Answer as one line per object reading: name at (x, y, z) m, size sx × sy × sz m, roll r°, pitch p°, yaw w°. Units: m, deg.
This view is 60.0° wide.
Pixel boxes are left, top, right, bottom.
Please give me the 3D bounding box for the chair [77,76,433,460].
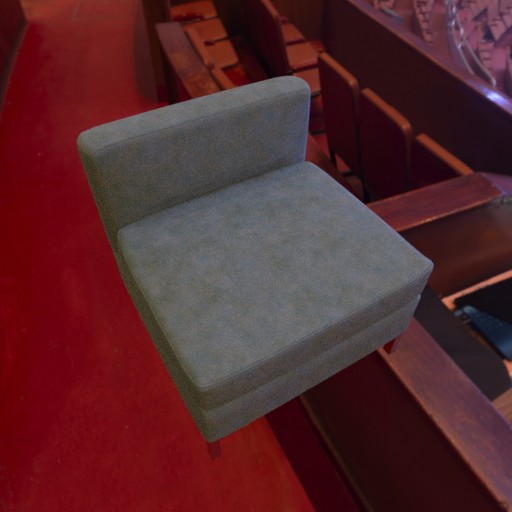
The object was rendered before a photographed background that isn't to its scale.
chair at (0.000, 0.000, 1.242) m, size 0.684 × 0.660 × 0.685 m, roll -23°, pitch 51°, yaw -21°
